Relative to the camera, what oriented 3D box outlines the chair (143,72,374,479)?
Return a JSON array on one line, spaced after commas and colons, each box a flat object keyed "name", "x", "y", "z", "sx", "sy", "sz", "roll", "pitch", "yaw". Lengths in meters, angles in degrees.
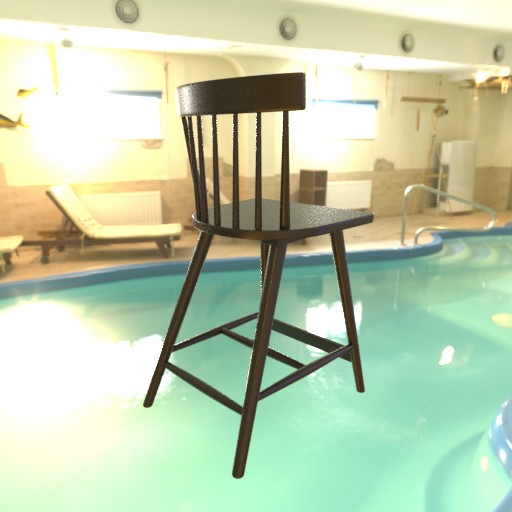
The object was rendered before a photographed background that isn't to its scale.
[{"name": "chair", "x": 0.000, "y": 0.000, "z": 1.307, "sx": 0.572, "sy": 0.952, "sz": 0.483, "roll": -15, "pitch": 21, "yaw": -43}]
